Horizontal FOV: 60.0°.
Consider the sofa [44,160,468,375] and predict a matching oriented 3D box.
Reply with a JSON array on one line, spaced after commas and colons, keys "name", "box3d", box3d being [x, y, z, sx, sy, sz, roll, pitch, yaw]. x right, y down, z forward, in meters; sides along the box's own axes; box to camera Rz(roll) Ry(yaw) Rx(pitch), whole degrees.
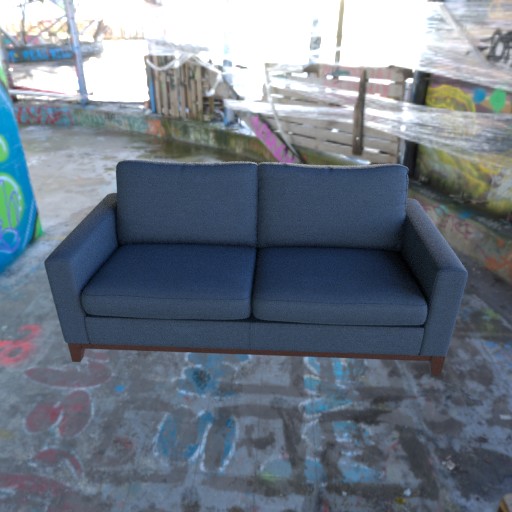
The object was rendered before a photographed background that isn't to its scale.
[{"name": "sofa", "box3d": [0.000, 0.000, 2.389, 1.900, 0.865, 0.877, 1, 29, 3]}]
